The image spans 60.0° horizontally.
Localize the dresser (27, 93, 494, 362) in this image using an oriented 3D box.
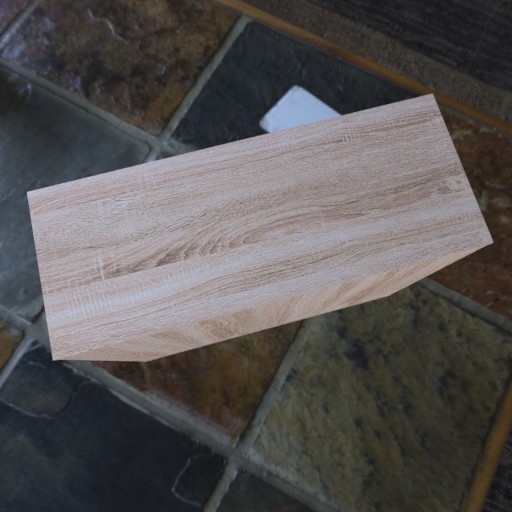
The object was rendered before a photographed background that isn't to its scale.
[{"bbox_3d":[0.000,0.000,1.554,1.100,0.900,0.450,-15,77,-4],"label":"dresser"}]
